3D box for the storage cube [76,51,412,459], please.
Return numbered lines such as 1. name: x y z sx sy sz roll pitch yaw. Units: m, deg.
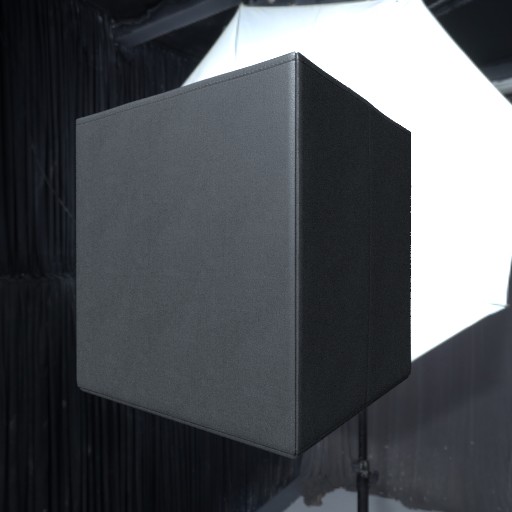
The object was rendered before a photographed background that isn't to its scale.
1. storage cube: 0.000 0.000 0.484 0.270 0.280 0.270 0 1 36
